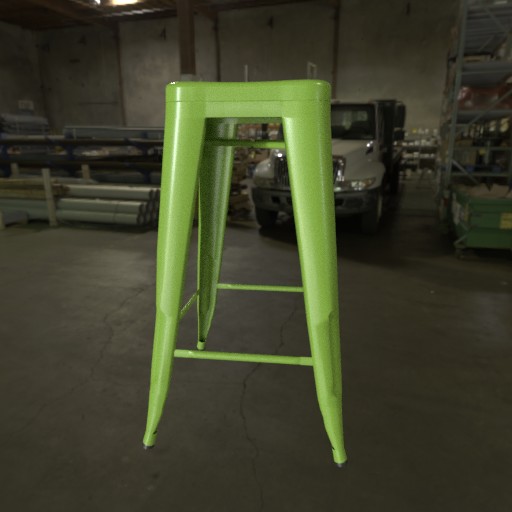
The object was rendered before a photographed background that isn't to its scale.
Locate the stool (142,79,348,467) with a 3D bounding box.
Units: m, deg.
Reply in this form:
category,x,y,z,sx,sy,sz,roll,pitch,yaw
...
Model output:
category,x,y,z,sx,sy,sz,roll,pitch,yaw
stool,0.000,0.000,0.863,0.358,0.609,0.398,2,15,7
